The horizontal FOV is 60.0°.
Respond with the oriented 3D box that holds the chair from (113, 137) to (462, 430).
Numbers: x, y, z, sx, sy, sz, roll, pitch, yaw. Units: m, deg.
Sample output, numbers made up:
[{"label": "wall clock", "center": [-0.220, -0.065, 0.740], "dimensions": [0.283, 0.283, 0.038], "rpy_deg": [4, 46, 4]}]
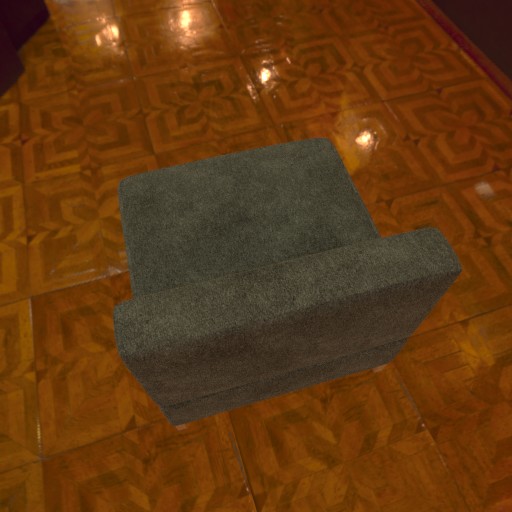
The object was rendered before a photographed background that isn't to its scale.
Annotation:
[{"label": "chair", "center": [0.000, 0.000, 1.237], "dimensions": [0.680, 0.660, 0.680], "rpy_deg": [-14, 59, -8]}]
